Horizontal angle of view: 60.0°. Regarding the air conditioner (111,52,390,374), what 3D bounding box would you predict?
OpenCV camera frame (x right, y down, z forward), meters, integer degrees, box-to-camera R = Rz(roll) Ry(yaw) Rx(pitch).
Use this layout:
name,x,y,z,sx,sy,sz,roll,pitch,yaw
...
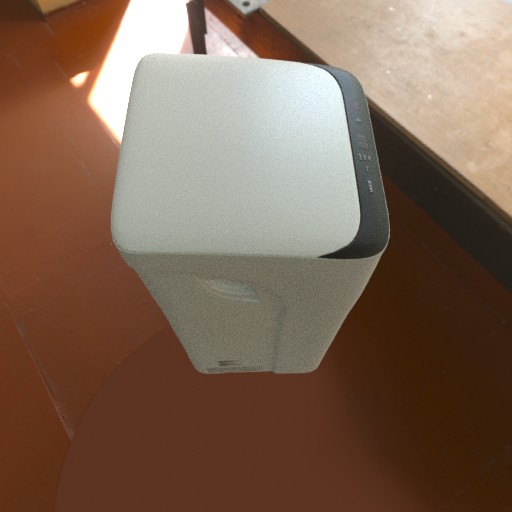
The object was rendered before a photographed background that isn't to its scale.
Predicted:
name,x,y,z,sx,sy,sz,roll,pitch,yaw
air conditioner,0.000,0.000,0.904,0.369,0.716,0.352,-1,62,-1
